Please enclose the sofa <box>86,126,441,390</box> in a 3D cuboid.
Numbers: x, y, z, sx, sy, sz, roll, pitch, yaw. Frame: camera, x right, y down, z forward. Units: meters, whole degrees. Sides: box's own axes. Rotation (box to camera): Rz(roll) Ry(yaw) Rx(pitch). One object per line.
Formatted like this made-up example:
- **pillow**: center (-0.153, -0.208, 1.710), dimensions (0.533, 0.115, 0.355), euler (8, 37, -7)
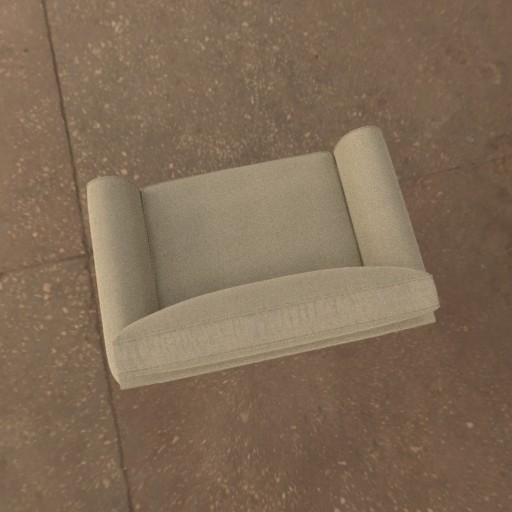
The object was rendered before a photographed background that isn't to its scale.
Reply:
- **sofa**: center (0.000, 0.000, 2.057), dimensions (1.405, 0.991, 0.936), euler (-12, 76, -3)
